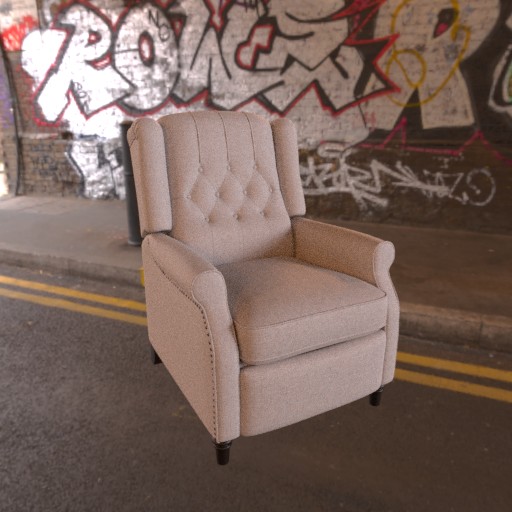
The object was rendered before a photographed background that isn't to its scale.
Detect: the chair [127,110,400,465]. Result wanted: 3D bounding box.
[{"bbox_3d":[0.000,0.000,1.633,0.742,1.035,0.902,-9,19,-27],"label":"chair"}]
